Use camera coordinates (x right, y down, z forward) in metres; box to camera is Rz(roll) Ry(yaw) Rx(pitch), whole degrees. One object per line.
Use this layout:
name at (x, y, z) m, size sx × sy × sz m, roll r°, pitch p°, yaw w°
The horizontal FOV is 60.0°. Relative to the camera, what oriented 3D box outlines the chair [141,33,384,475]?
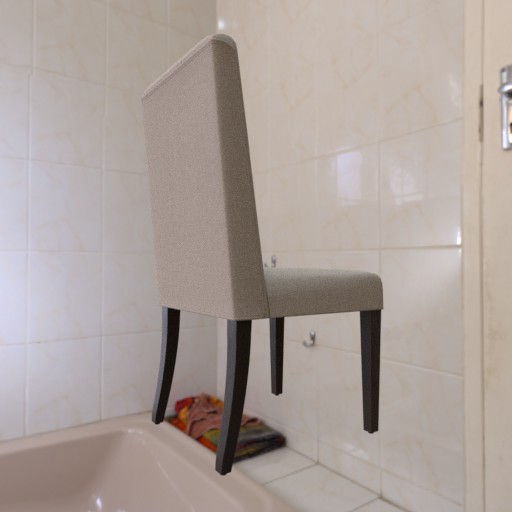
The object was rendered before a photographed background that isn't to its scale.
chair at (0.000, 0.000, 1.251) m, size 0.523 × 0.961 × 0.474 m, roll 1°, pitch -1°, yaw -35°
